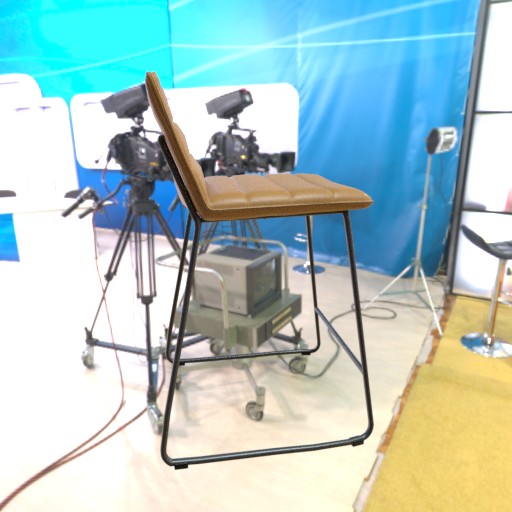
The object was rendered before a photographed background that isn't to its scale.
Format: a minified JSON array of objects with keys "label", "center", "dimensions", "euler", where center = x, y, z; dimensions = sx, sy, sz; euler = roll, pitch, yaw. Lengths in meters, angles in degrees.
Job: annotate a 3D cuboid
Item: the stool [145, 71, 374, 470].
[{"label":"stool","center":[0.000,0.000,1.167],"dimensions":[0.524,0.866,0.489],"euler":[-3,17,-9]}]
